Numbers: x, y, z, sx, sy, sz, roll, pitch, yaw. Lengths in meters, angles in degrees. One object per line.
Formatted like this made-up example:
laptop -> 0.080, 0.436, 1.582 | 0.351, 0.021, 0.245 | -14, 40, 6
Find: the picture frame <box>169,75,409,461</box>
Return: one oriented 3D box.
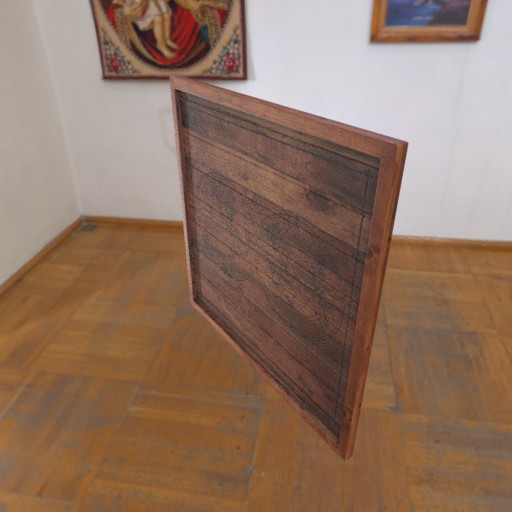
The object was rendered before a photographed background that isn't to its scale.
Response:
picture frame -> 0.000, 0.000, 1.203 | 0.029, 0.817, 0.810 | -20, 37, -30
